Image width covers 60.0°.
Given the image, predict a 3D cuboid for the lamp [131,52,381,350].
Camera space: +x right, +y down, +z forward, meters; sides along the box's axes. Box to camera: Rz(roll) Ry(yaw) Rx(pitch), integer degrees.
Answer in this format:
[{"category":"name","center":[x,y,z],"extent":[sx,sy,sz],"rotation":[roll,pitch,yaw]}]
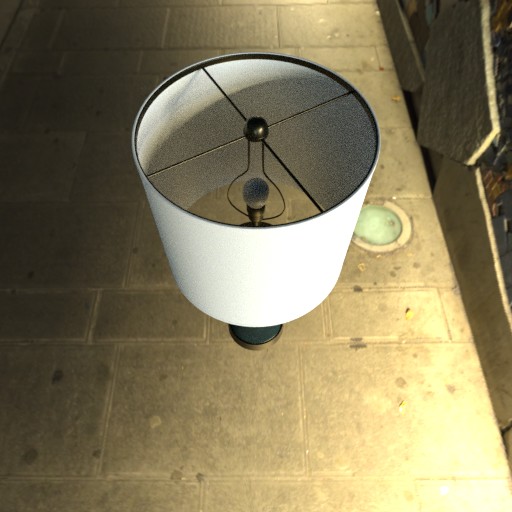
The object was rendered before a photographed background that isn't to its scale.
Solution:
[{"category":"lamp","center":[0.000,0.000,0.797],"extent":[0.301,0.630,0.301],"rotation":[13,60,8]}]
